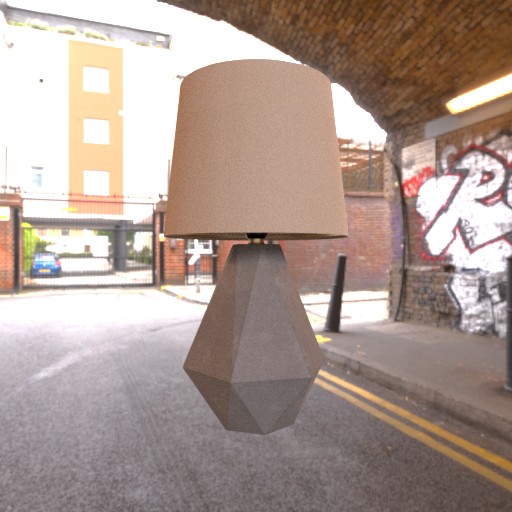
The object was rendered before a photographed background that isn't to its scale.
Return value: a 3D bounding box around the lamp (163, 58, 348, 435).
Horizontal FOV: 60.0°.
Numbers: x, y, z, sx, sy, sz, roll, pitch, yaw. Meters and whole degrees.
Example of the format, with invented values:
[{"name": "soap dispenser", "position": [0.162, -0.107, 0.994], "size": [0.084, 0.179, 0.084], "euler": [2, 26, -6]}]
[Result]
[{"name": "lamp", "position": [0.000, 0.000, 0.676], "size": [0.276, 0.501, 0.276], "euler": [0, 0, 0]}]
